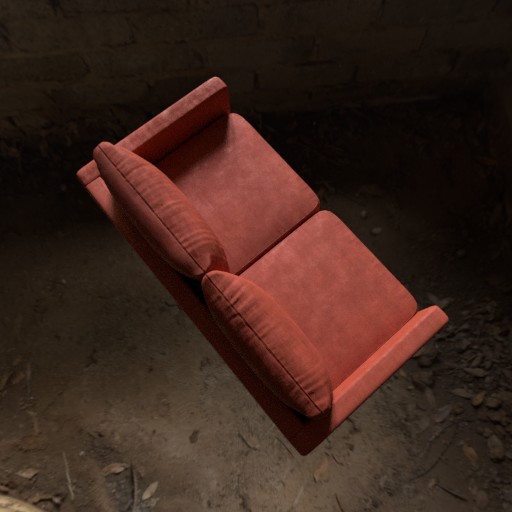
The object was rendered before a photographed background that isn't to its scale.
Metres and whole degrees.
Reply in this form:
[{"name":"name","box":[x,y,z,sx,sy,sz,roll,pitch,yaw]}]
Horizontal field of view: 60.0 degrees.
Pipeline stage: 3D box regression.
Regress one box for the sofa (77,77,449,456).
[{"name":"sofa","box":[0.000,0.000,2.141,0.864,0.896,1.574,-39,78,-10]}]
